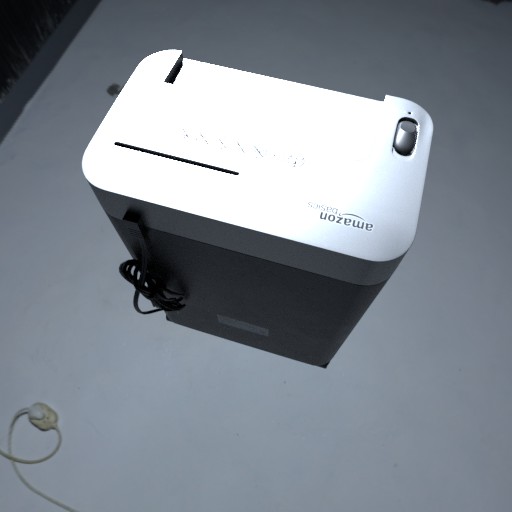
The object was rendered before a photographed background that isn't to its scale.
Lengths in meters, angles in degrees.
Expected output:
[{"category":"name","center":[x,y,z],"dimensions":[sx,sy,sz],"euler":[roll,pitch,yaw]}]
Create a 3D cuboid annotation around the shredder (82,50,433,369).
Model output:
[{"category":"shredder","center":[0.000,0.000,0.599],"dimensions":[0.311,0.419,0.237],"euler":[15,64,8]}]
